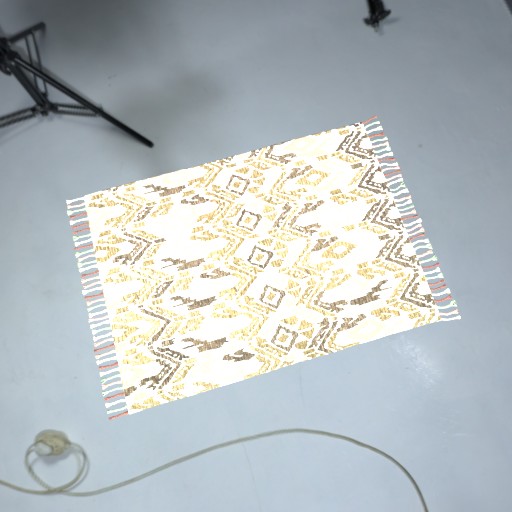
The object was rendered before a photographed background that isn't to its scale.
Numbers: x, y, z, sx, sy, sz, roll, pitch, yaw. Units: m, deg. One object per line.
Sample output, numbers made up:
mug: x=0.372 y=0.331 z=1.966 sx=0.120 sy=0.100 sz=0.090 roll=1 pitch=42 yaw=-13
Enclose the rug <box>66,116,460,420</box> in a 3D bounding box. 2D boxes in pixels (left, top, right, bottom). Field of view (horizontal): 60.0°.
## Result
rug: x=0.000 y=0.000 z=2.340 sx=1.829 sy=0.008 sz=1.219 roll=-16 pitch=75 yaw=-4
